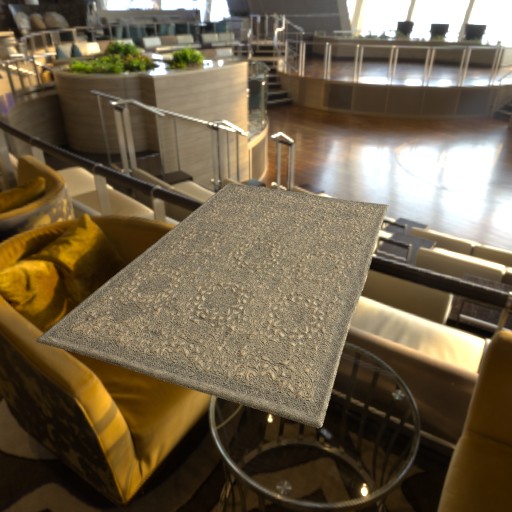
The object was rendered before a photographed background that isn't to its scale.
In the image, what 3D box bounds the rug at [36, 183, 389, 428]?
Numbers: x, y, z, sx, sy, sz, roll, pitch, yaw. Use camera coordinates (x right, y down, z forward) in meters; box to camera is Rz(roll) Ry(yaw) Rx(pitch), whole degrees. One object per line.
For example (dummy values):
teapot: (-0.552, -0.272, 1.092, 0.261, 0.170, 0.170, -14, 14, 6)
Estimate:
rug: (0.000, 0.000, 3.096, 1.535, 0.022, 2.498, 11, 32, 18)
